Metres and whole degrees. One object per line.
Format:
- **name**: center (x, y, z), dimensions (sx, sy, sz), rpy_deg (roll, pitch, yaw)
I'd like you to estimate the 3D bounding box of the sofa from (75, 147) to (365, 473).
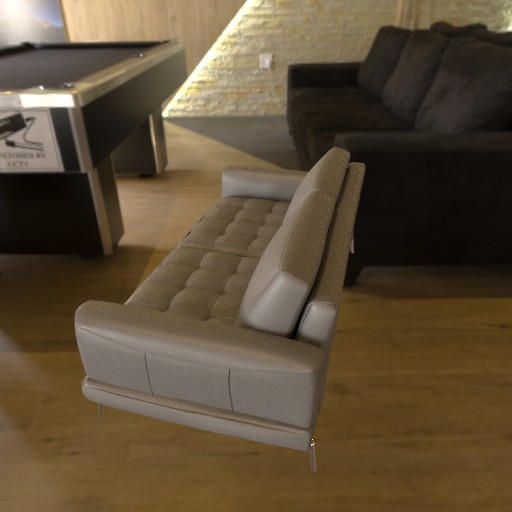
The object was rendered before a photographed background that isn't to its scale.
- **sofa**: center (0.000, 0.000, 2.677), dimensions (1.121, 0.930, 2.177), rpy_deg (8, 31, 13)
